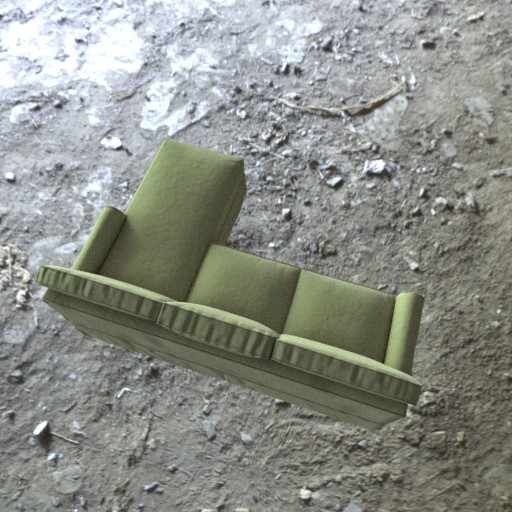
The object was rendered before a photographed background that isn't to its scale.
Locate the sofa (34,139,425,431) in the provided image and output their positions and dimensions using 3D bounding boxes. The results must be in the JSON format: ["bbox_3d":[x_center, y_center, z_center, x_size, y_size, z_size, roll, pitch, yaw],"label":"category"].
[{"bbox_3d":[0.000,0.000,3.320,2.475,0.978,1.733,16,64,8],"label":"sofa"}]
